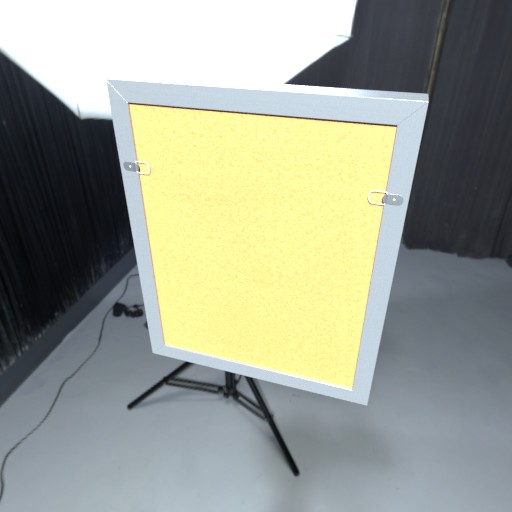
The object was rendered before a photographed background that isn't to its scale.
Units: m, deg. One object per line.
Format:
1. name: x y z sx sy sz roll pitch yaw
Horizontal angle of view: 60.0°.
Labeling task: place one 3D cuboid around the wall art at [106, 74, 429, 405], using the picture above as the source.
1. wall art: 0.000 0.000 0.518 0.308 0.379 0.030 10 34 15
